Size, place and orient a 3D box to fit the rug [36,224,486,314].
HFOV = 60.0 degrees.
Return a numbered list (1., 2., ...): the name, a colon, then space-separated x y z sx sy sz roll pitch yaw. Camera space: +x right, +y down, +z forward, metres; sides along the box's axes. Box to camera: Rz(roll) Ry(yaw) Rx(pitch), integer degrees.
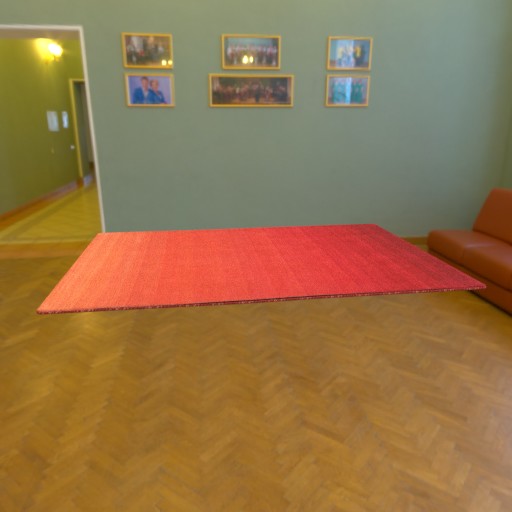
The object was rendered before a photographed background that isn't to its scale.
1. rug: 0.000 0.000 2.344 1.835 0.018 1.230 -2 17 -8
